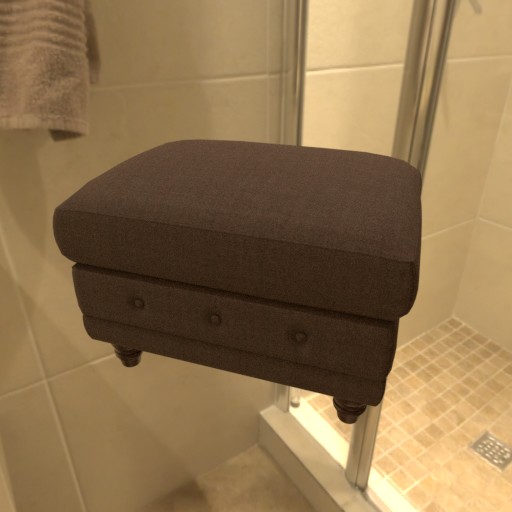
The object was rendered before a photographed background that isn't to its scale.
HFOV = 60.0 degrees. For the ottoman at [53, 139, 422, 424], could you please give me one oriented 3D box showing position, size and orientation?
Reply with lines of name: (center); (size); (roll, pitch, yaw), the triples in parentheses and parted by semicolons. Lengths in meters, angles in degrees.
ottoman: (0.000, 0.000, 1.212); (0.809, 0.555, 0.599); (9, 29, 17)
